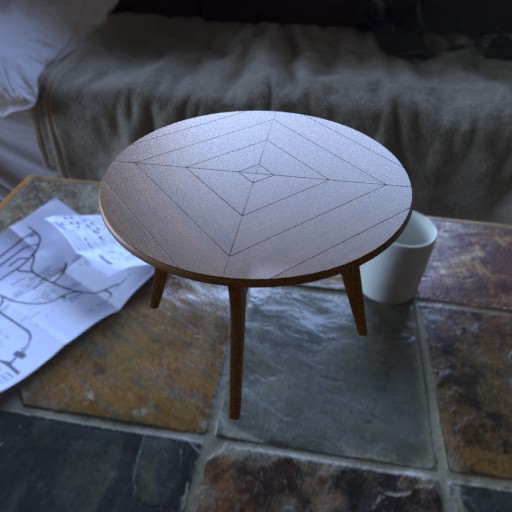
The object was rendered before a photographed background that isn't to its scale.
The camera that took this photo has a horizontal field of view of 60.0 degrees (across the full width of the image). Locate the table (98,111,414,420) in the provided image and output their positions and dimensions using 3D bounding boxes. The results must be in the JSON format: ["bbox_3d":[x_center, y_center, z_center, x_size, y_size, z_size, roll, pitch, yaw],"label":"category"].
[{"bbox_3d":[0.000,0.000,1.774,1.055,0.757,1.055,0,41,0],"label":"table"}]
